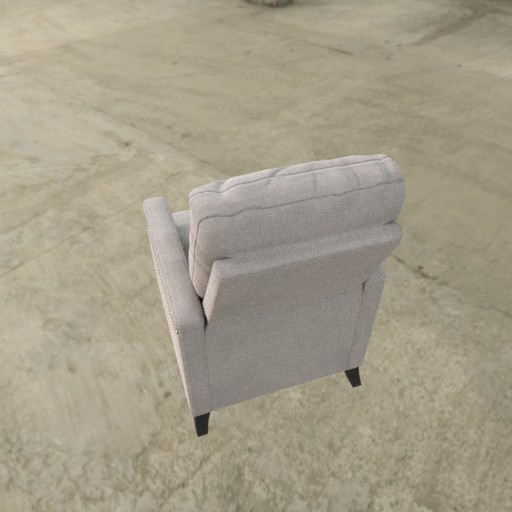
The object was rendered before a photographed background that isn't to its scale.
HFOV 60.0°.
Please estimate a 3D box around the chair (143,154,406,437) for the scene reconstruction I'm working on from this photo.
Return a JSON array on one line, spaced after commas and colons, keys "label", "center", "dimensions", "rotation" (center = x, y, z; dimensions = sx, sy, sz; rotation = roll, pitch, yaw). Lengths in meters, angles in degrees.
[{"label": "chair", "center": [0.000, 0.000, 1.635], "dimensions": [0.710, 1.049, 0.922], "rotation": [-13, 42, -14]}]
